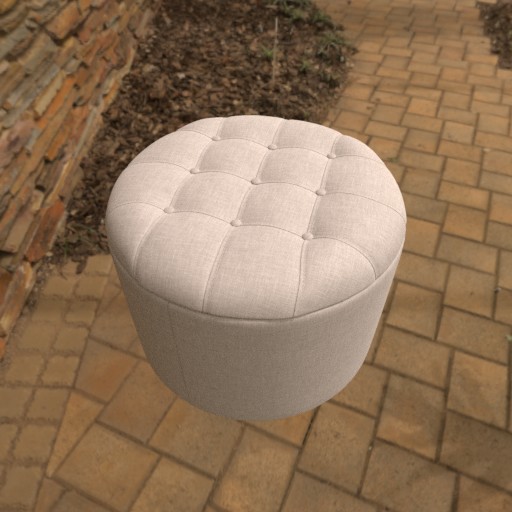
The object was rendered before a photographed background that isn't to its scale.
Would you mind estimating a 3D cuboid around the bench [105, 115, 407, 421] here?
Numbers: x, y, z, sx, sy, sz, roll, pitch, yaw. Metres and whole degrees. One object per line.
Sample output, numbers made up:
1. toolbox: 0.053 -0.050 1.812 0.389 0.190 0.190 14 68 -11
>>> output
1. bench: 0.000 0.000 1.014 0.600 0.453 0.600 0 46 0
